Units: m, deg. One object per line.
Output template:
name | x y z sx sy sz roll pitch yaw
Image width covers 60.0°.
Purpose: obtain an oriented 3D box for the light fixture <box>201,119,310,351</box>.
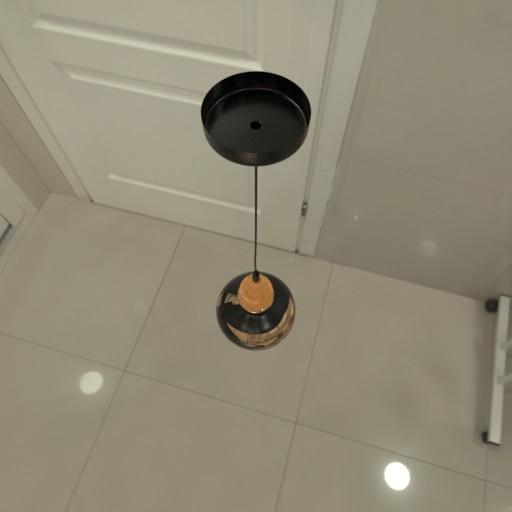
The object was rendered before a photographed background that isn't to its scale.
light fixture | 0.000 0.000 1.820 0.430 1.606 0.430 14 64 7
